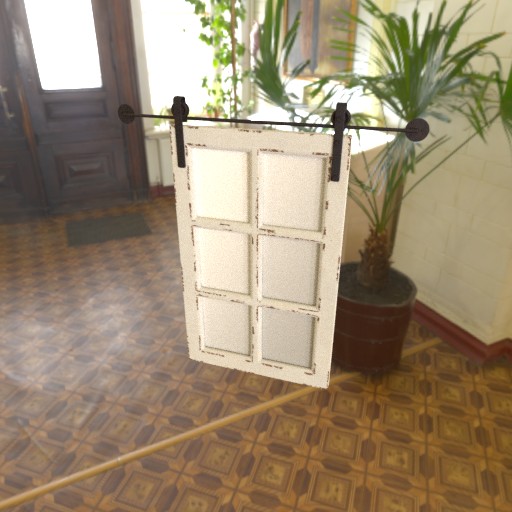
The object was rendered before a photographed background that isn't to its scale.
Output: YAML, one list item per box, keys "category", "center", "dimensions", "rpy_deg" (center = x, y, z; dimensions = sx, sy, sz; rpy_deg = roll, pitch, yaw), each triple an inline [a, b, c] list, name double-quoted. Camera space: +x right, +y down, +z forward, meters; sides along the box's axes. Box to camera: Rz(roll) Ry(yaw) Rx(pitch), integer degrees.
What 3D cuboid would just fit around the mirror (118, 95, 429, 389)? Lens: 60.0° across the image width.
- category: "mirror"
  center: [0.000, 0.000, 1.256]
  dimensions: [0.808, 0.844, 0.037]
  rpy_deg: [8, 28, 16]
